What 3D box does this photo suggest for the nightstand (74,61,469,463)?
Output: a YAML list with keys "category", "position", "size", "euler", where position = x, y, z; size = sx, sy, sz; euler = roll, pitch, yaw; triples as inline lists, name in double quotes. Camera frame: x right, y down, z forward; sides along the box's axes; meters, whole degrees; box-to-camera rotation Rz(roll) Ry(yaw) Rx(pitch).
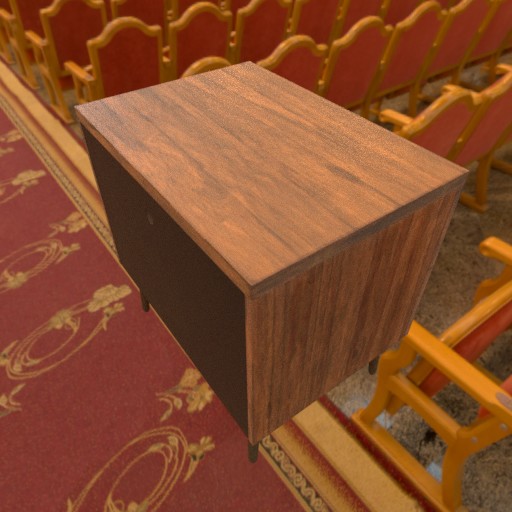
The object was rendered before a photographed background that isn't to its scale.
- category: "nightstand"
  position: [0.000, 0.000, 1.012]
  size: [0.458, 0.610, 0.610]
  euler: [-26, 49, -26]
